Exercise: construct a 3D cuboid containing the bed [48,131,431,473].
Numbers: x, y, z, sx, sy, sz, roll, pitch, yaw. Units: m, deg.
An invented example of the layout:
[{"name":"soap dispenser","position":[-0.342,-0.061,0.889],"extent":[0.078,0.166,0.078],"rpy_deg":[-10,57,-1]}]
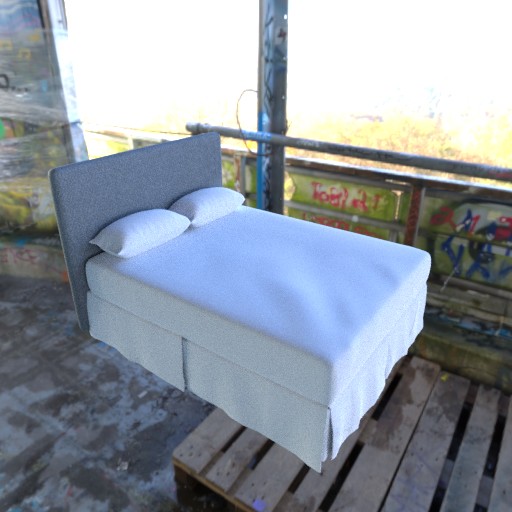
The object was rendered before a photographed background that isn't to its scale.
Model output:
[{"name":"bed","position":[0.000,0.000,3.194],"extent":[2.142,1.330,1.723],"rpy_deg":[17,31,32]}]
